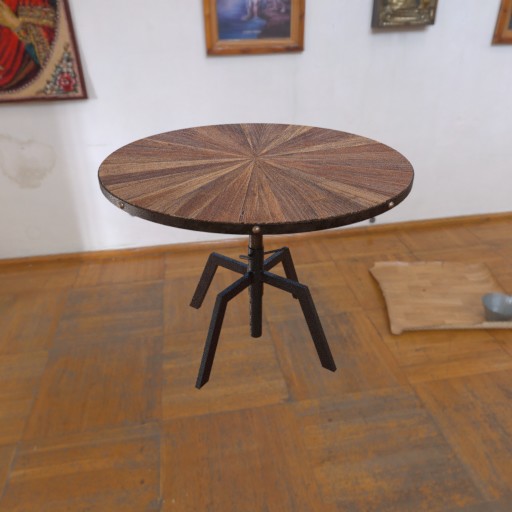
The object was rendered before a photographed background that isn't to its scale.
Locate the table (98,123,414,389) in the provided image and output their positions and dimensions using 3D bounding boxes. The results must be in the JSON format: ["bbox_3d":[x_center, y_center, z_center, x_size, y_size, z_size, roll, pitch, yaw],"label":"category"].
[{"bbox_3d":[0.000,0.000,1.457,0.885,0.658,0.885,0,30,0],"label":"table"}]
